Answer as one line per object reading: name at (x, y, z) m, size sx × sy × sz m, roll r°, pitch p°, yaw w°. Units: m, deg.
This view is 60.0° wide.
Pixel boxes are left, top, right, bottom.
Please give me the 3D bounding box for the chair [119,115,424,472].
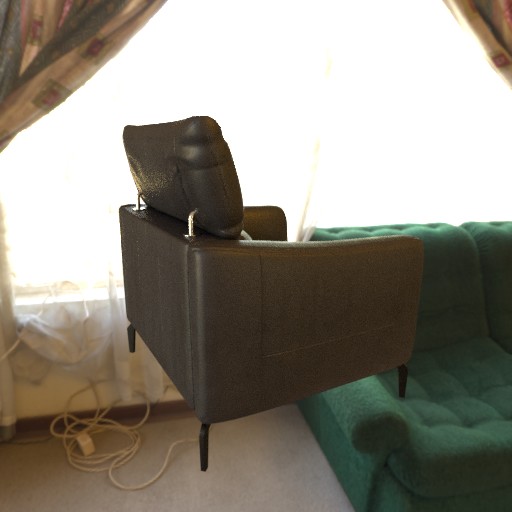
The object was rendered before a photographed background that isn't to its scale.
chair at (0.000, 0.000, 1.647) m, size 0.809 × 0.949 × 0.976 m, roll -8°, pitch 16°, yaw -28°
